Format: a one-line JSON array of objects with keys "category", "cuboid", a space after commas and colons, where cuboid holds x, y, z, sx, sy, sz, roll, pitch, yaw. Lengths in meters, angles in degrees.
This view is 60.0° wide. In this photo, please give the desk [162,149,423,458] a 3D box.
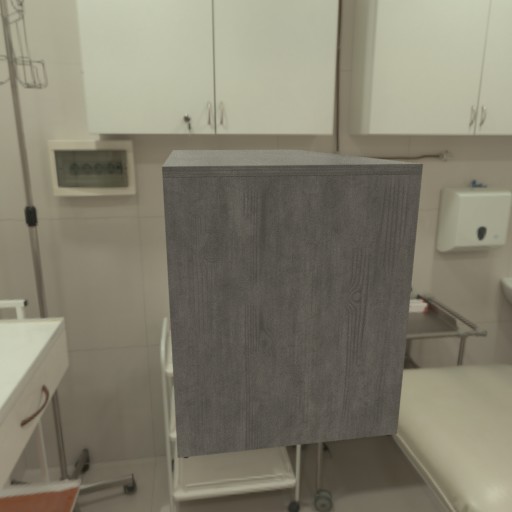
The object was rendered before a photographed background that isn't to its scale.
[{"category": "desk", "cuboid": [0.000, 0.000, 1.660, 0.600, 0.740, 1.200, -2, 15, -9]}]
